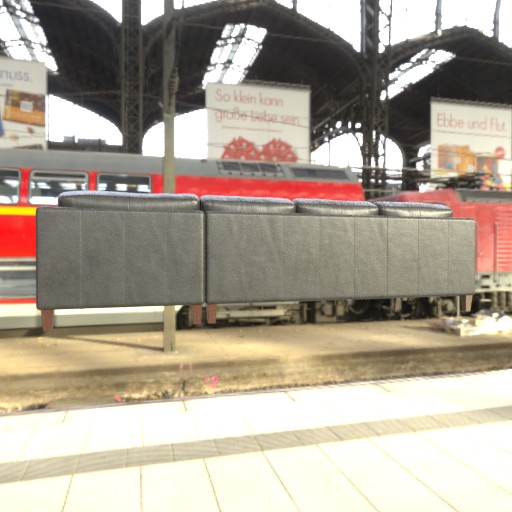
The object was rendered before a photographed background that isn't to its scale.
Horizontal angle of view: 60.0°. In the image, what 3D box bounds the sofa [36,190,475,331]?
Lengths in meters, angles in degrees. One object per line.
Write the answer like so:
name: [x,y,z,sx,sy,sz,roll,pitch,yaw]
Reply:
sofa: [0.000,0.000,3.831,3.203,0.883,1.581,0,1,-17]
